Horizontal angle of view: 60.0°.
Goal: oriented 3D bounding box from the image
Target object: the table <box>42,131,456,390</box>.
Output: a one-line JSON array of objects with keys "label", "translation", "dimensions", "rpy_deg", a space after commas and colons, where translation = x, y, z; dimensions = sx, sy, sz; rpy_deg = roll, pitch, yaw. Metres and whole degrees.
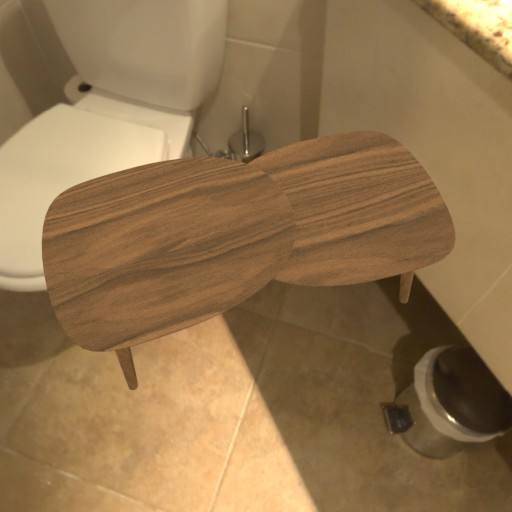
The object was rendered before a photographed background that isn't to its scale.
[{"label": "table", "translation": [0.000, 0.000, 1.343], "dimensions": [1.084, 0.429, 0.527], "rpy_deg": [-15, 59, -9]}]
